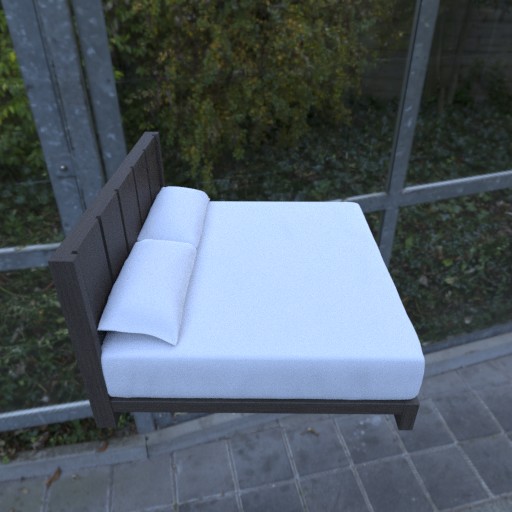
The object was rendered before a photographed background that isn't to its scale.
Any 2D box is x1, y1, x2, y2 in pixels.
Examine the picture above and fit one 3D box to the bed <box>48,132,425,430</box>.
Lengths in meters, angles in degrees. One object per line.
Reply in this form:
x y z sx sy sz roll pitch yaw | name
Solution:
0.000 0.000 3.391 2.012 1.270 2.134 0 32 1 | bed
